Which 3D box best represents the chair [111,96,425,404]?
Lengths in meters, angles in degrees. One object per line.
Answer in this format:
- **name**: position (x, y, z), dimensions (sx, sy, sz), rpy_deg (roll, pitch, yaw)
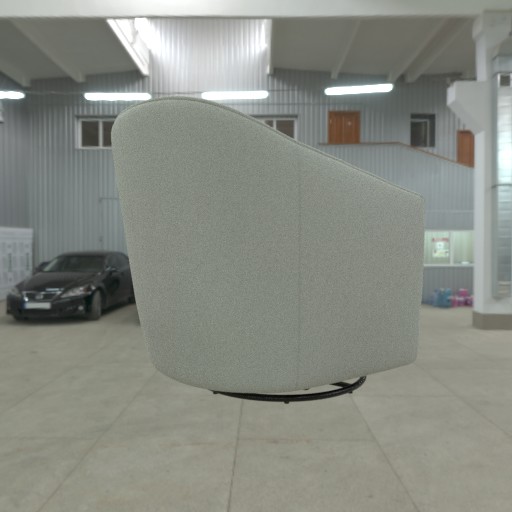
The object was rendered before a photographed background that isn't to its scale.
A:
- **chair**: position (0.000, 0.000, 1.434), dimensions (0.875, 0.799, 0.747), rpy_deg (-1, 2, -35)
